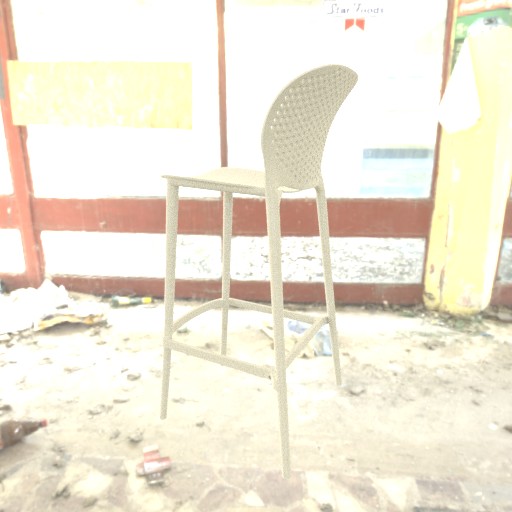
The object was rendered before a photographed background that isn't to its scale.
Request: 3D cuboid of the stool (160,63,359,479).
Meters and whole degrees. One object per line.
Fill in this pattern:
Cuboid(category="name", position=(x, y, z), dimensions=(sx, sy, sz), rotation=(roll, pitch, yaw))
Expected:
Cuboid(category="stool", position=(0.000, 0.000, 1.359), dimensions=(0.535, 1.045, 0.536), rotation=(7, 16, 25))
